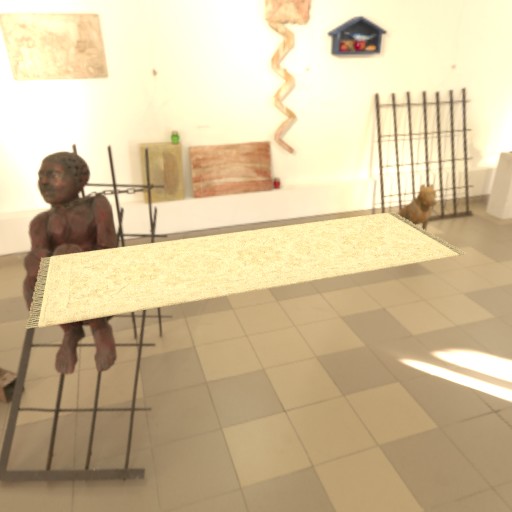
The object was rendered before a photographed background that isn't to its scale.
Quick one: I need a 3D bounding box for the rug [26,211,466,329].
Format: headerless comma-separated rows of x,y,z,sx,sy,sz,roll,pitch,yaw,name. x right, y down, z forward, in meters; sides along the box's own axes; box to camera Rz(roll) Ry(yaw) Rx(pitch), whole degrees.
0.000,0.000,2.780,2.544,0.015,0.795,-8,27,-17,rug
